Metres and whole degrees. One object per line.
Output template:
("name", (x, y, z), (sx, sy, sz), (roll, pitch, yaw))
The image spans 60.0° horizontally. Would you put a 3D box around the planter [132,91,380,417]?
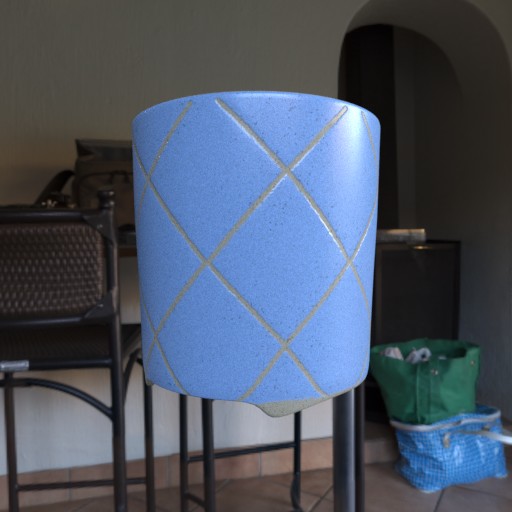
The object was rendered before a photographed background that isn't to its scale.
("planter", (0.000, 0.000, 0.423), (0.227, 0.235, 0.227), (0, 1, 0))
